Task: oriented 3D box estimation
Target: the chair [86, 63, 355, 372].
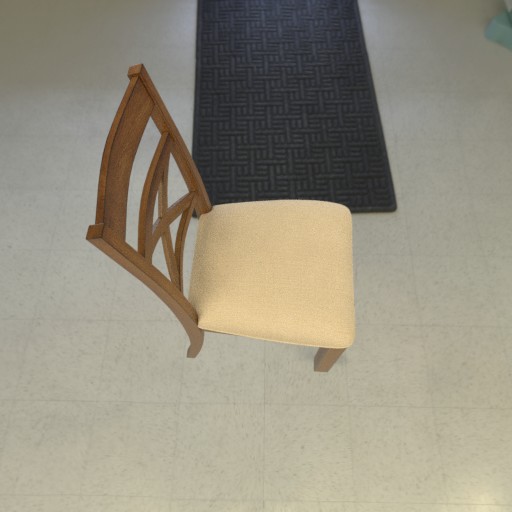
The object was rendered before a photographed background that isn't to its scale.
[{"bbox_3d":[0.000,0.000,1.254,0.581,0.949,0.461,3,65,2],"label":"chair"}]
